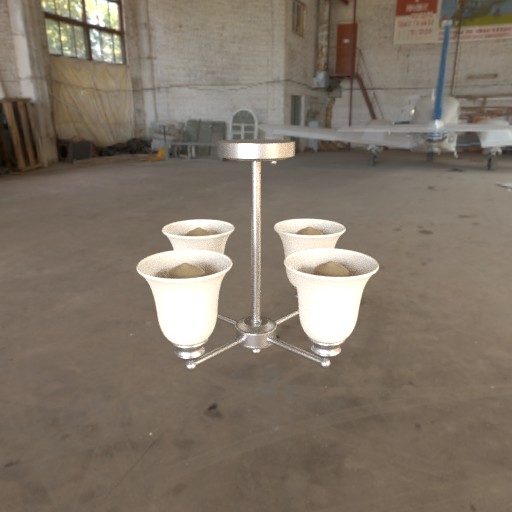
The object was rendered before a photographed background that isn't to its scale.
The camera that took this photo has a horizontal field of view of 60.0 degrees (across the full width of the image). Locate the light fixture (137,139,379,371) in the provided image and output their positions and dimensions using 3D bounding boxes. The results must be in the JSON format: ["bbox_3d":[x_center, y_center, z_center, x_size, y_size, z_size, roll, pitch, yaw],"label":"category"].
[{"bbox_3d":[0.000,0.000,0.738,0.427,0.370,0.427,16,24,41],"label":"light fixture"}]
